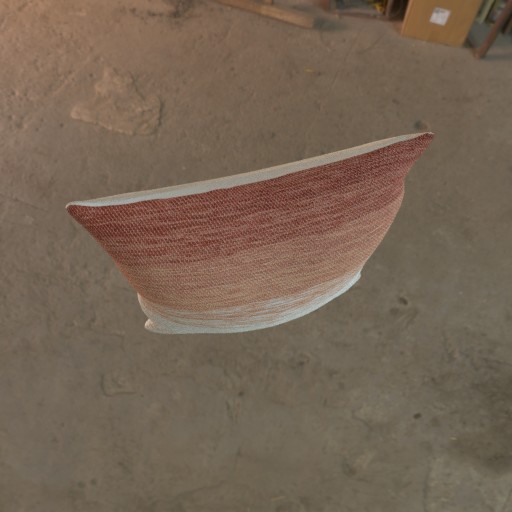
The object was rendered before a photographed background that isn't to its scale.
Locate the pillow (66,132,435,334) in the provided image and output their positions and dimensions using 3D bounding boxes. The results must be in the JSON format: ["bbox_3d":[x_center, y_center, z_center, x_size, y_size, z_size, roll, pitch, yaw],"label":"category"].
[{"bbox_3d":[0.000,0.000,0.687,0.440,0.441,0.182,-13,64,-6],"label":"pillow"}]
